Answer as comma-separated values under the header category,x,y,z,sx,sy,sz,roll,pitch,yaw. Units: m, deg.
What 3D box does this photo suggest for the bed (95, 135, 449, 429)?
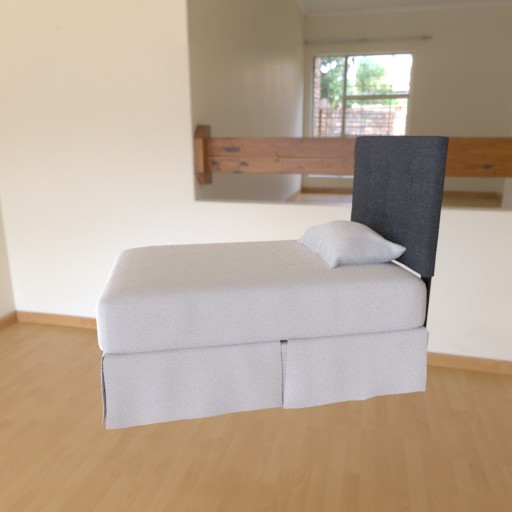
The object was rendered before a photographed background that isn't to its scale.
category,x,y,z,sx,sy,sz,roll,pitch,yaw
bed,0.000,0.000,2.999,1.997,1.571,1.261,-3,15,-10
